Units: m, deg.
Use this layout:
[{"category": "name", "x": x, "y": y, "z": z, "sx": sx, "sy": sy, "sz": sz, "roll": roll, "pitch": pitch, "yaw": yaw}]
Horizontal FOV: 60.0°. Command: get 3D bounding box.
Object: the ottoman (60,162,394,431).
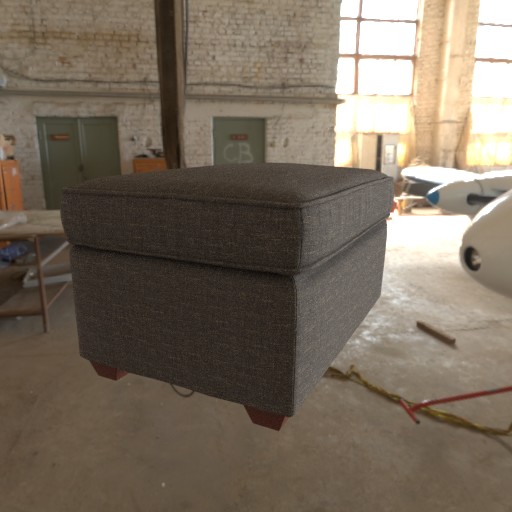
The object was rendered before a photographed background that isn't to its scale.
[{"category": "ottoman", "x": 0.000, "y": 0.000, "z": 1.110, "sx": 0.549, "sy": 0.450, "sz": 0.749, "roll": 7, "pitch": 15, "yaw": 26}]
